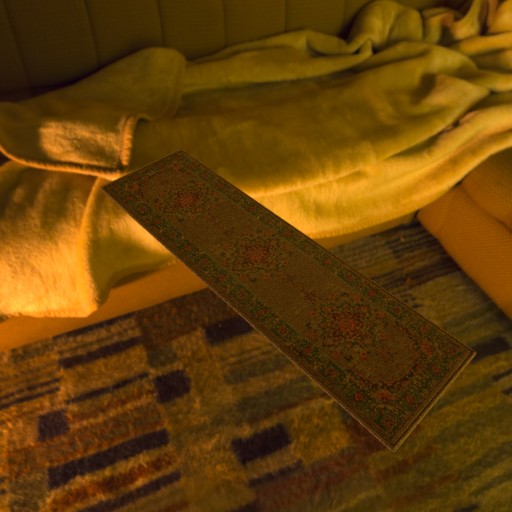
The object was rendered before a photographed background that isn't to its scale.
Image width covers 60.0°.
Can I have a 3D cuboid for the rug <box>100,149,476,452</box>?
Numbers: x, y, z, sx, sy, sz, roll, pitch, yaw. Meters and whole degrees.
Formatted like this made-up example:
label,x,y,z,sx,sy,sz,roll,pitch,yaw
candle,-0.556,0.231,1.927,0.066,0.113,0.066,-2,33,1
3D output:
label,x,y,z,sx,sy,sz,roll,pitch,yaw
rug,0.000,0.000,2.473,0.659,0.019,2.297,-34,55,-28
